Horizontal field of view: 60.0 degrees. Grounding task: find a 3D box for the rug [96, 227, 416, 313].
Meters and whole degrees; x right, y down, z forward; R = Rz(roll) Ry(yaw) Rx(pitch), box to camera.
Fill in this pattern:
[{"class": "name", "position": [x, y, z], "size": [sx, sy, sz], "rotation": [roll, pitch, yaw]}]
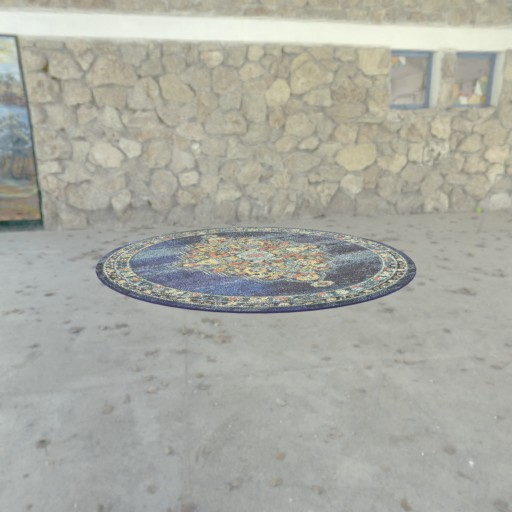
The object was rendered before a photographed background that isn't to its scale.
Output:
[{"class": "rug", "position": [0.000, 0.000, 3.490], "size": [2.386, 0.014, 2.386], "rotation": [0, 14, 0]}]
